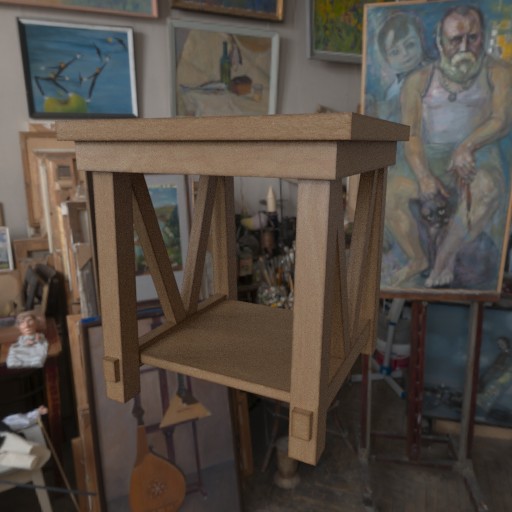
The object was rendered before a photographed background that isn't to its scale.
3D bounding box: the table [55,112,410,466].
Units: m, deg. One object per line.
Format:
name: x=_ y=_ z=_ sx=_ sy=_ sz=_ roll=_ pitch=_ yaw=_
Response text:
table: x=0.000 y=0.000 z=1.115 sx=0.610 sy=0.638 sz=0.612 roll=7 pitch=16 yaw=25
